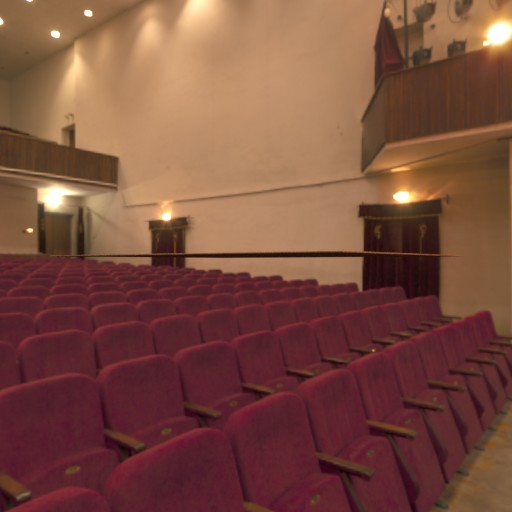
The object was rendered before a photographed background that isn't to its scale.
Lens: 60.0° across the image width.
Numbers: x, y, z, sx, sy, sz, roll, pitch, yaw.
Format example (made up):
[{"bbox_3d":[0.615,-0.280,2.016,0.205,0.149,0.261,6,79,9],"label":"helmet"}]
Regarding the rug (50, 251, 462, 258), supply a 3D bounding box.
[{"bbox_3d":[0.000,0.000,4.150,3.036,0.008,2.440,-1,-1,38],"label":"rug"}]
